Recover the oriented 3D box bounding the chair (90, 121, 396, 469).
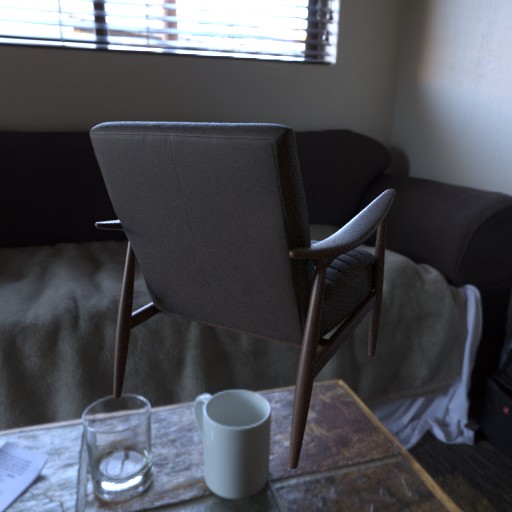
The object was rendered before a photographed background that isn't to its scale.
[{"bbox_3d":[0.000,0.000,1.439,0.741,0.831,0.798,9,19,28],"label":"chair"}]
